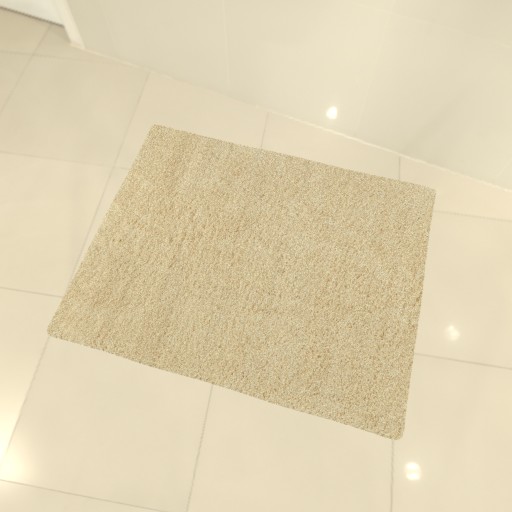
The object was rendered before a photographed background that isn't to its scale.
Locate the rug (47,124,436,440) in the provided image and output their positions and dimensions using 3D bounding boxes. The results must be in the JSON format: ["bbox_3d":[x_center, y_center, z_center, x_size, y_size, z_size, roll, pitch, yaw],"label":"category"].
[{"bbox_3d":[0.000,0.000,4.042,3.001,0.025,2.401,15,65,7],"label":"rug"}]
